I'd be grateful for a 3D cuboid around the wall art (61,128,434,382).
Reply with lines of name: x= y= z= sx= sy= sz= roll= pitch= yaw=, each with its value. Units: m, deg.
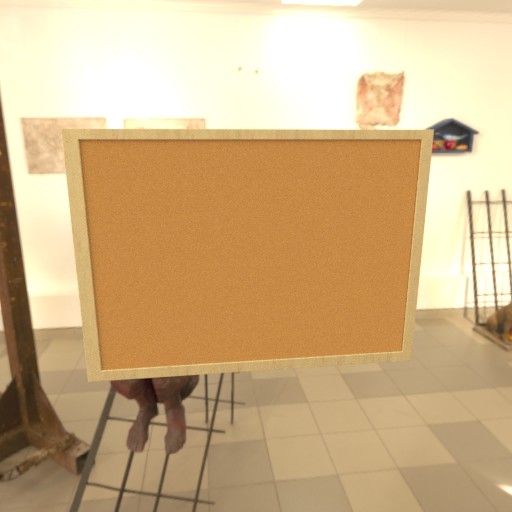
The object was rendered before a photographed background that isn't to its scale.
wall art: x=0.000 y=0.000 z=0.692 sx=0.532 sy=0.380 sz=0.032 roll=-2 pitch=15 yaw=-7
